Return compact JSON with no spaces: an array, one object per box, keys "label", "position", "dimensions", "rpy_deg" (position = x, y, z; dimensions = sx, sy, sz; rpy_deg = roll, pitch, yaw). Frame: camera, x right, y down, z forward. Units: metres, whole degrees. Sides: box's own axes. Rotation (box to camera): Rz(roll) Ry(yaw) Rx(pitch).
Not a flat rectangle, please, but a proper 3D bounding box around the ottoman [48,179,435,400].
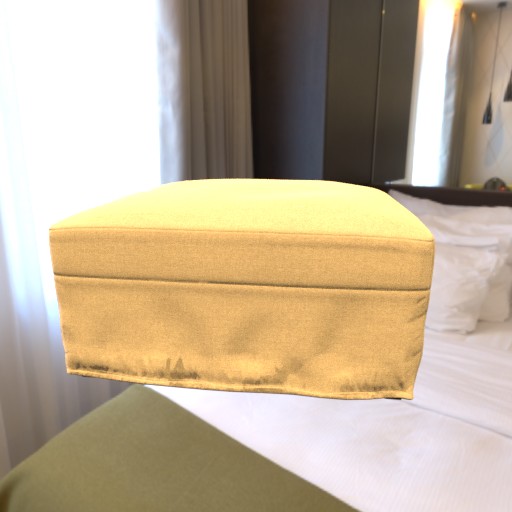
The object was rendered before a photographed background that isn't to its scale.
[{"label":"ottoman","position":[0.000,0.000,1.340],"dimensions":[0.840,0.436,0.843],"rpy_deg":[2,15,7]}]
